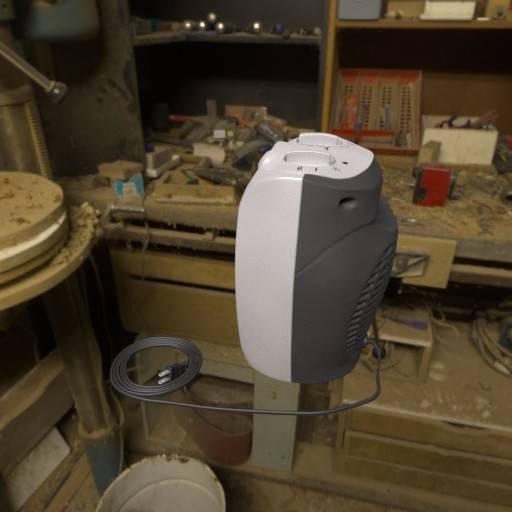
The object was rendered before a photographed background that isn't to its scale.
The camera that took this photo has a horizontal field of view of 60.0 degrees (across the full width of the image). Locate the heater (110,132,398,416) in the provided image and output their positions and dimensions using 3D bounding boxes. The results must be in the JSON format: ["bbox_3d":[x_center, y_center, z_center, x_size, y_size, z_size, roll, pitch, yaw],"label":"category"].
[{"bbox_3d":[0.000,0.000,0.473,0.291,0.240,0.239,7,30,13],"label":"heater"}]
